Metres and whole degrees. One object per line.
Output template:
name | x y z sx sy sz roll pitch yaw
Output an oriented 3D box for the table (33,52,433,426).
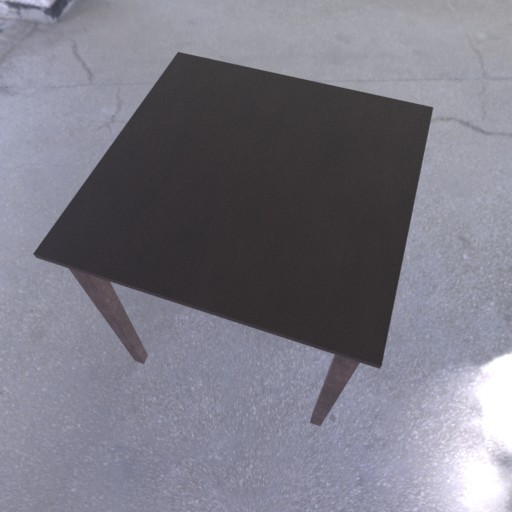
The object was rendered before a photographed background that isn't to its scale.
table | 0.000 0.000 1.395 0.749 0.770 0.749 16 60 10
